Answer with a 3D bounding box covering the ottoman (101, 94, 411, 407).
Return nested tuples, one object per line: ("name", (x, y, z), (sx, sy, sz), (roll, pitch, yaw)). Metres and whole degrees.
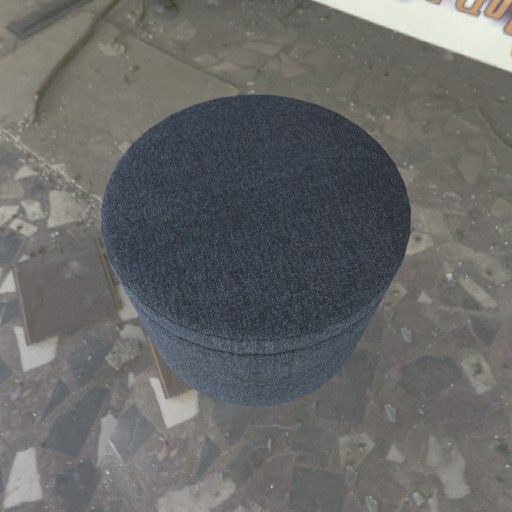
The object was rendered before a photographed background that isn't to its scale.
("ottoman", (0.000, 0.000, 0.876), (0.500, 0.419, 0.500), (0, 59, 0))
